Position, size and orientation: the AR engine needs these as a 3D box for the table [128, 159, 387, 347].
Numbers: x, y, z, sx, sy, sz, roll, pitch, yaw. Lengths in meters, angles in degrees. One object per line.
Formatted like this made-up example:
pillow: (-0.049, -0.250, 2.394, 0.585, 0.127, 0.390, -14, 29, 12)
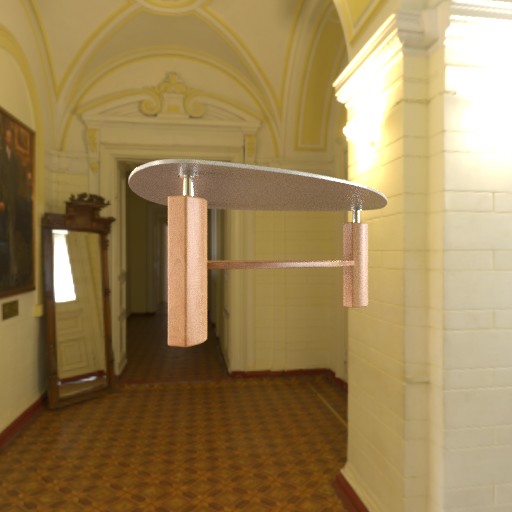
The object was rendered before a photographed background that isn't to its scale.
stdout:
table: (0.000, 0.000, 1.634, 0.850, 0.440, 1.250, 0, 0, 37)
